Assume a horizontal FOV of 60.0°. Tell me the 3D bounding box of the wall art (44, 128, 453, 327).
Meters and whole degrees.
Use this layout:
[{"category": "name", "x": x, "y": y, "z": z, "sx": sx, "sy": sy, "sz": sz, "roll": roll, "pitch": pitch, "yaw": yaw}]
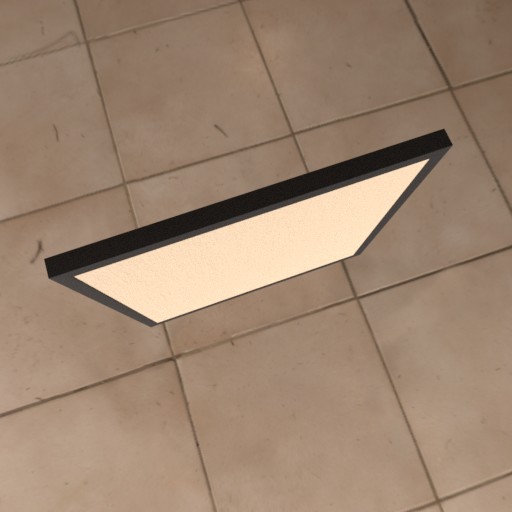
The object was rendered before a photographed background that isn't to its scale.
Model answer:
[{"category": "wall art", "x": 0.000, "y": 0.000, "z": 0.465, "sx": 0.306, "sy": 0.304, "sz": 0.015, "roll": -19, "pitch": 76, "yaw": -5}]
